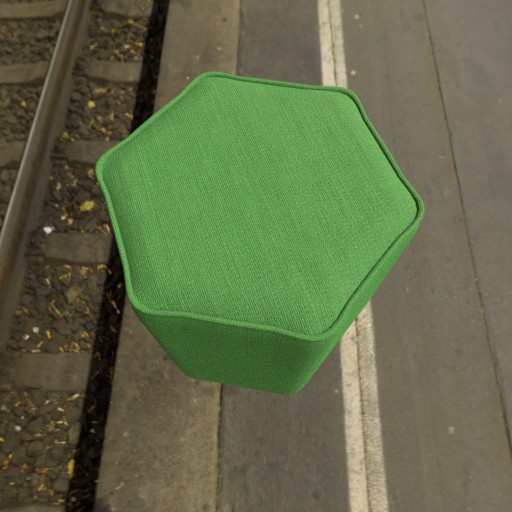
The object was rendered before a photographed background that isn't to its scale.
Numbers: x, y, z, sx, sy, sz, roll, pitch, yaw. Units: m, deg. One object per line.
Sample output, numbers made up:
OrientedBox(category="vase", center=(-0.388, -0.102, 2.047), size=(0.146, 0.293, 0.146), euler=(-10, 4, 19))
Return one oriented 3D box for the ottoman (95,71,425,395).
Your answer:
OrientedBox(category="ottoman", center=(0.000, 0.000, 0.871), size=(0.444, 0.507, 0.499), euler=(-19, 66, -9))
